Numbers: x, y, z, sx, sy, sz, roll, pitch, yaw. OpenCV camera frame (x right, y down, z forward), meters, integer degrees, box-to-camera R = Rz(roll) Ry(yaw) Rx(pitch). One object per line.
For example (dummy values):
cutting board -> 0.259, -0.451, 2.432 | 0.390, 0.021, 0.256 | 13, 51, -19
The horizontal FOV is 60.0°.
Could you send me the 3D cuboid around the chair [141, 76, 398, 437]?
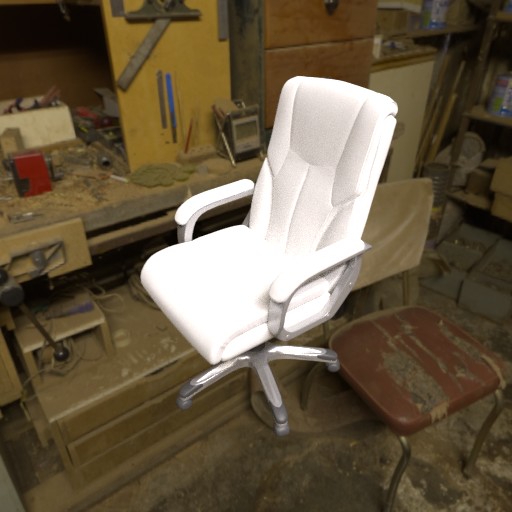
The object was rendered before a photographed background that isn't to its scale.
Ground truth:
chair -> 0.000, 0.000, 1.594 | 0.738, 1.120, 0.687 | -21, 37, -30
